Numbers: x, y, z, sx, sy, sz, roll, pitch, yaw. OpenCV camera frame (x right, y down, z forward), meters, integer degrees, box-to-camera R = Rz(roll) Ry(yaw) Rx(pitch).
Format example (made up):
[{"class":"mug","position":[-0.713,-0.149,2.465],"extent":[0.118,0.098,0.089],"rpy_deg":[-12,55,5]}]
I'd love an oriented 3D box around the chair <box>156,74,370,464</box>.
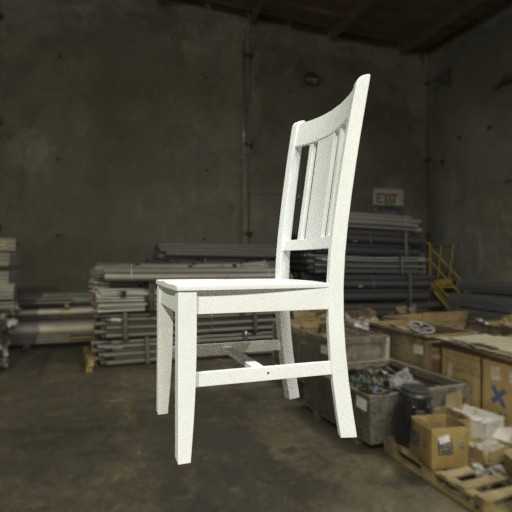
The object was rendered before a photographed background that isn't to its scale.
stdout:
[{"class":"chair","position":[0.000,0.000,1.338],"extent":[0.555,0.998,0.450],"rpy_deg":[0,-1,-20]}]
